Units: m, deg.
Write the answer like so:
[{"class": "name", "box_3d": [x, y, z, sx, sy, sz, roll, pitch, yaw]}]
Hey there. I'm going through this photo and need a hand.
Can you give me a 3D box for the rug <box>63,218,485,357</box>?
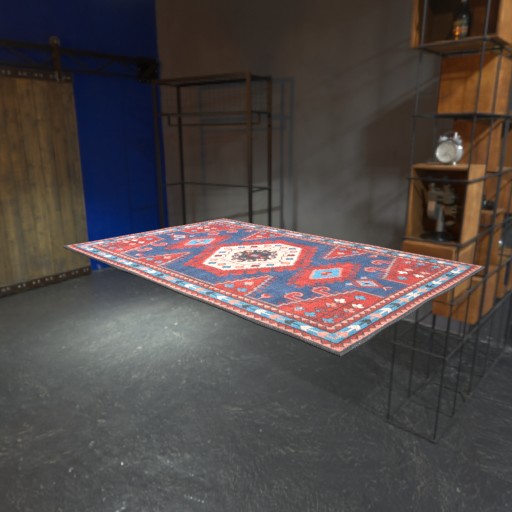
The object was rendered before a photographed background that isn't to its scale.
[{"class": "rug", "box_3d": [0.000, 0.000, 2.261, 1.820, 0.012, 1.207, 14, 21, 42]}]
